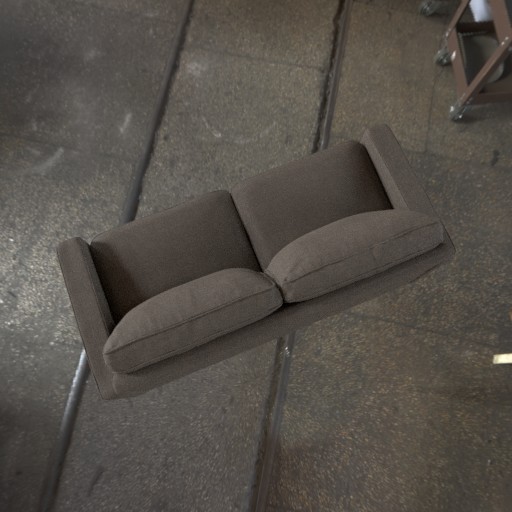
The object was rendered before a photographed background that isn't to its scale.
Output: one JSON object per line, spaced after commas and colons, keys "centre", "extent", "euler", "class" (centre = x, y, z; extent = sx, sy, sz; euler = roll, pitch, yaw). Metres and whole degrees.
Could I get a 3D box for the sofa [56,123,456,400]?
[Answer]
{"centre": [0.000, 0.000, 2.588], "extent": [2.080, 0.919, 0.940], "euler": [-21, 75, -6], "class": "sofa"}
